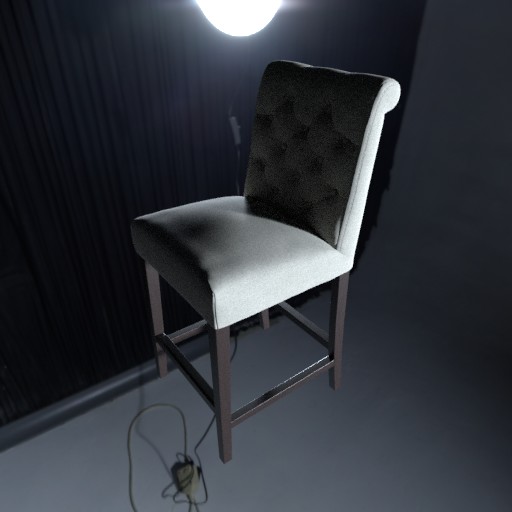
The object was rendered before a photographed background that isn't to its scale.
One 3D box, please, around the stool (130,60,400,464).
[{"bbox_3d":[0.000,0.000,1.366,0.601,1.040,0.493,-21,36,-31],"label":"stool"}]
